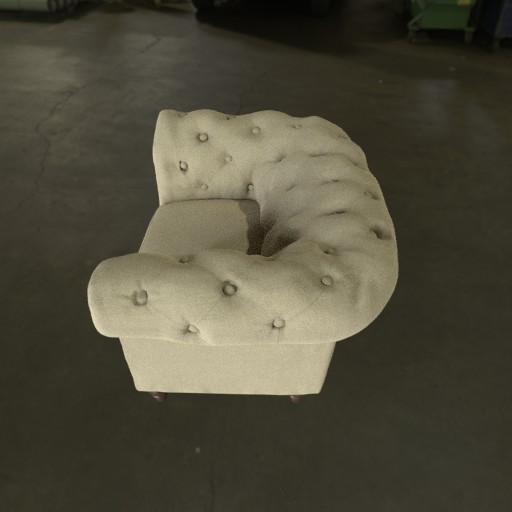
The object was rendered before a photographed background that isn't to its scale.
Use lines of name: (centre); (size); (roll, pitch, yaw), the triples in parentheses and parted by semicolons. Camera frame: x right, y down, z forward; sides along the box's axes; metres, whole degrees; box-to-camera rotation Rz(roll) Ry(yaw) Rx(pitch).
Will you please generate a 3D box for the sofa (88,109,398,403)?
sofa: (0.000, 0.000, 1.987); (1.034, 0.878, 1.405); (0, 40, 0)
